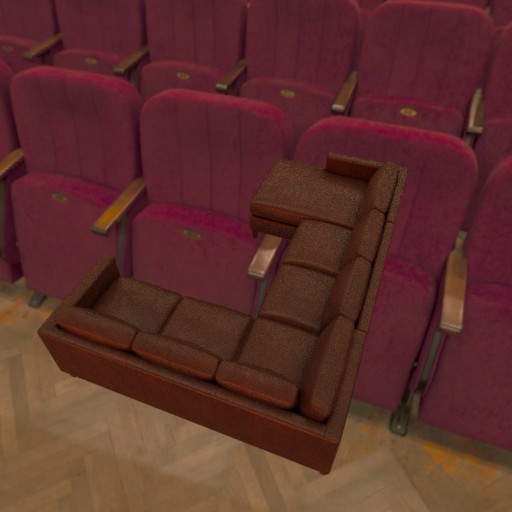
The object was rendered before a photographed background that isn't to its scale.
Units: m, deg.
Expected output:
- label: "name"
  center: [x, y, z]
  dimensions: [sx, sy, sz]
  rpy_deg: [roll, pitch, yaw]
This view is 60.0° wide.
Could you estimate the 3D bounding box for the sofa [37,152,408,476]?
- label: "sofa"
  center: [0.000, 0.000, 4.471]
  dimensions: [2.452, 0.891, 3.324]
  rpy_deg: [15, 48, 14]
